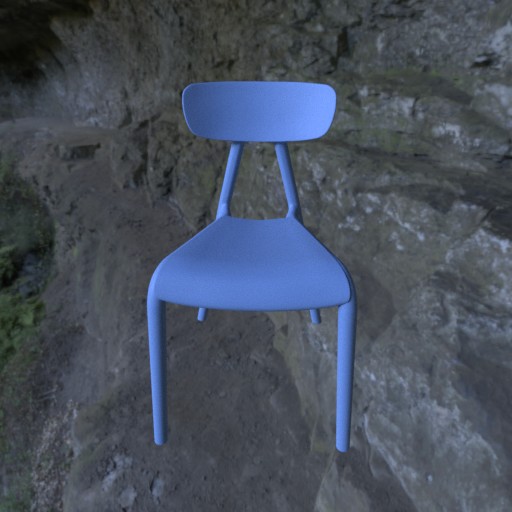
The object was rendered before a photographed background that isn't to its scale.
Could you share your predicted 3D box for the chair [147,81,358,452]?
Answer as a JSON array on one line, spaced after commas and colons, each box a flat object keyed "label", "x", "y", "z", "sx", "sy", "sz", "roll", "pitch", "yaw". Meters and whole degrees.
[{"label": "chair", "x": 0.000, "y": 0.000, "z": 0.842, "sx": 0.356, "sy": 0.580, "sz": 0.401, "roll": 1, "pitch": 28, "yaw": 2}]
